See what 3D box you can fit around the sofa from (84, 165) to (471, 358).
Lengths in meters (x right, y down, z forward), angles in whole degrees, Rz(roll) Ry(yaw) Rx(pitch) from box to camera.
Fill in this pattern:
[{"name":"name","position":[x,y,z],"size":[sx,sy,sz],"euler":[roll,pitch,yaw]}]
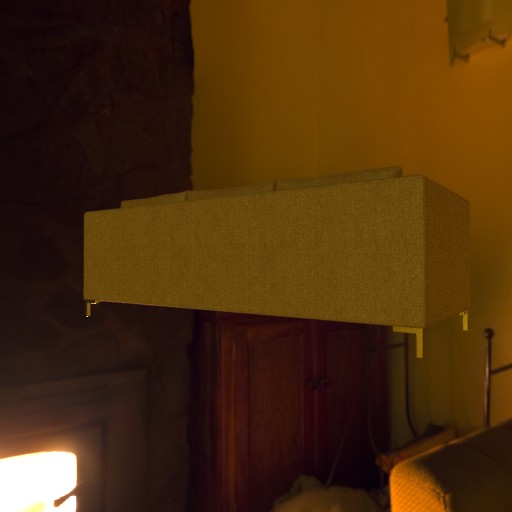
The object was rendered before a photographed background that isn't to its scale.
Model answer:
[{"name":"sofa","position":[0.000,0.000,2.910],"size":[2.415,0.867,0.969],"euler":[-1,-1,36]}]
